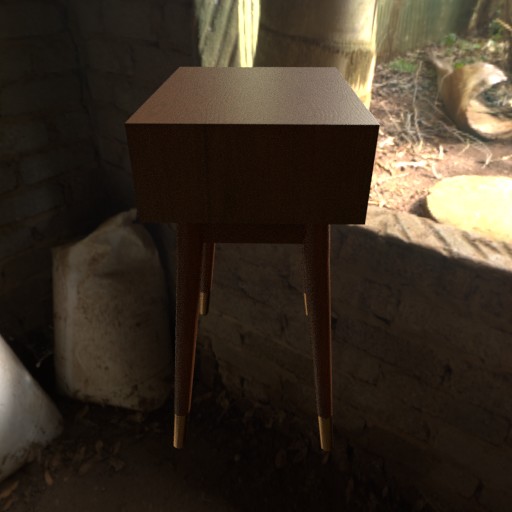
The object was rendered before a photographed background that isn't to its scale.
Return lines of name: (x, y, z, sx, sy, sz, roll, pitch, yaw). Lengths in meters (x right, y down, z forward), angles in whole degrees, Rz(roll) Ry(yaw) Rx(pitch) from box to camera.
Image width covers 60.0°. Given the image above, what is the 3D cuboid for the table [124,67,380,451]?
table: (0.000, 0.000, 0.830, 0.300, 0.599, 0.406, 1, 32, 1)
